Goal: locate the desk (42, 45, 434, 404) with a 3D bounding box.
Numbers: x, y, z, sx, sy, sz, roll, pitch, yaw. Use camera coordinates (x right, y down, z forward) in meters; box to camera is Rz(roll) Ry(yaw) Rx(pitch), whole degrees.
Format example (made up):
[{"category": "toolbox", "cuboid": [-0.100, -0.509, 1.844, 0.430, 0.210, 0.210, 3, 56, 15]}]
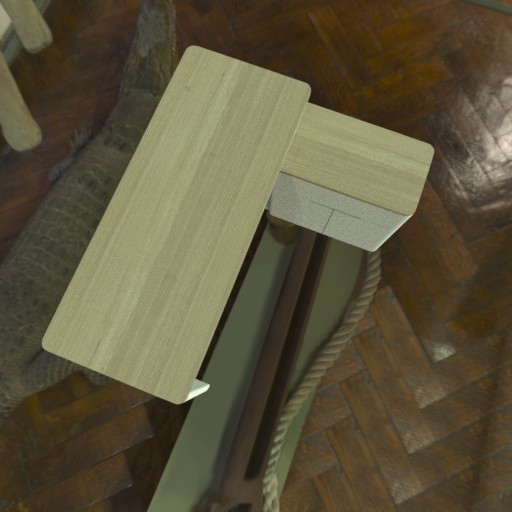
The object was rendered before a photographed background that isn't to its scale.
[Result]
[{"category": "desk", "cuboid": [0.000, 0.000, 2.107, 1.175, 0.770, 1.400, 21, 77, 5]}]
